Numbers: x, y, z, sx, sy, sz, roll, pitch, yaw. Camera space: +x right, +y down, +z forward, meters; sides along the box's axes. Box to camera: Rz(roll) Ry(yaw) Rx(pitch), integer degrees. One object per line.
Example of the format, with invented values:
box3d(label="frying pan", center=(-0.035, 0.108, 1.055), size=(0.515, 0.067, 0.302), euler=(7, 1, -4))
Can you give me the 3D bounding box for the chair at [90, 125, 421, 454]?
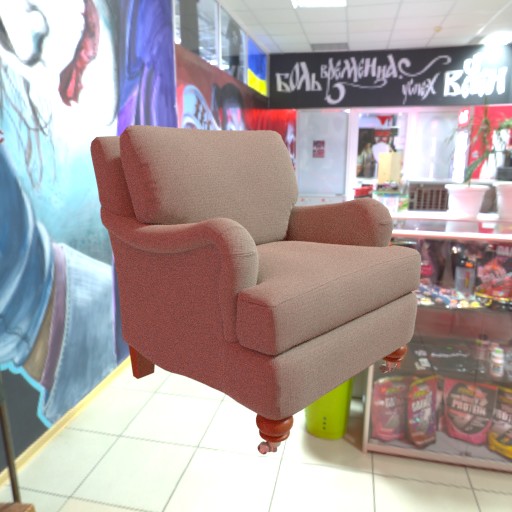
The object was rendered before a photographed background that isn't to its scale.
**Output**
box3d(label="chair", center=(0.000, 0.000, 1.841), size=(0.955, 1.038, 1.070), euler=(-13, 19, -43))
